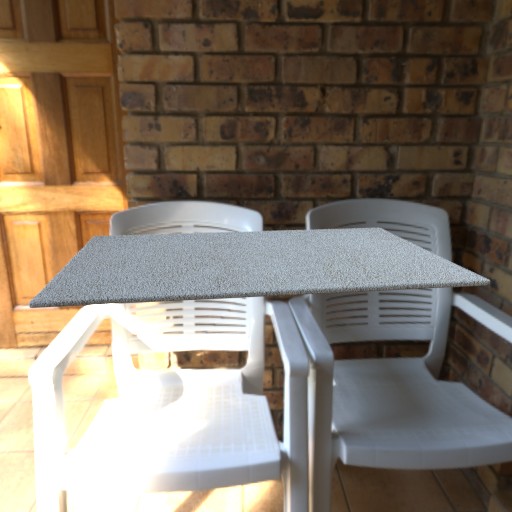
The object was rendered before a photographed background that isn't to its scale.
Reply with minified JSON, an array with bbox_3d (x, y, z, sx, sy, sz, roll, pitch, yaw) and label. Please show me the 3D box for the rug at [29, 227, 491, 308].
[{"bbox_3d":[0.000,0.000,3.022,2.438,0.030,1.524,-2,15,-8],"label":"rug"}]
